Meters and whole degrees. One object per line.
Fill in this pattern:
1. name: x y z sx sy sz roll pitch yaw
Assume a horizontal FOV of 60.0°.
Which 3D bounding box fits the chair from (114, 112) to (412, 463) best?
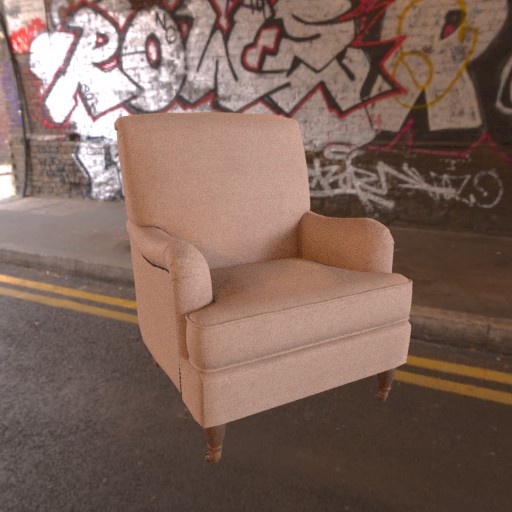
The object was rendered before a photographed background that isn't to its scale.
1. chair: 0.000 0.000 1.788 0.879 1.119 0.953 -8 19 -26
